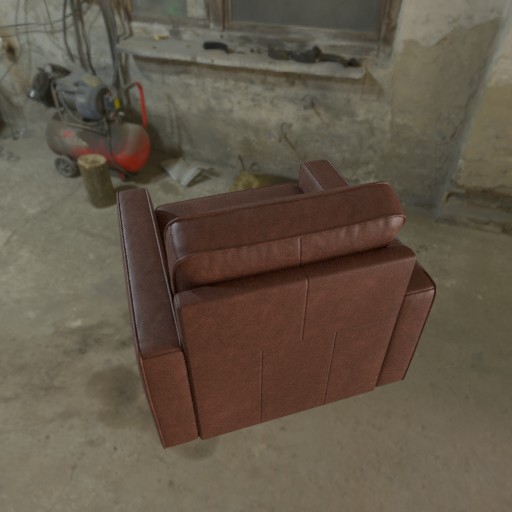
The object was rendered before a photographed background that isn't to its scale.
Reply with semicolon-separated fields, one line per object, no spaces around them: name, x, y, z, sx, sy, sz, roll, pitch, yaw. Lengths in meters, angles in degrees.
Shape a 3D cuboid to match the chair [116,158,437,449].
chair;0.000;0.000;1.760;1.017;0.919;0.940;-11;43;-13
